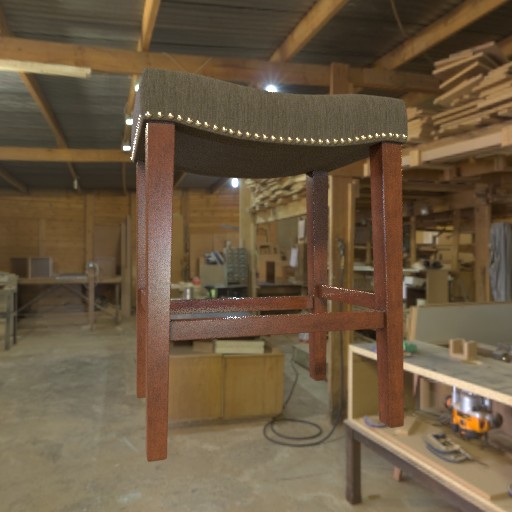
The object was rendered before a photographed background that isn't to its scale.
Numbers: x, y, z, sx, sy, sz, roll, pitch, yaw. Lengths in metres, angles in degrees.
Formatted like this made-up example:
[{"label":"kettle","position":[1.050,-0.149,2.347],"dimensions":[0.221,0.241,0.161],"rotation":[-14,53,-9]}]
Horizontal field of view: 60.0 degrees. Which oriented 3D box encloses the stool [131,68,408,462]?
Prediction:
[{"label":"stool","position":[0.000,0.000,0.947],"dimensions":[0.504,0.654,0.372],"rotation":[0,0,-18]}]
